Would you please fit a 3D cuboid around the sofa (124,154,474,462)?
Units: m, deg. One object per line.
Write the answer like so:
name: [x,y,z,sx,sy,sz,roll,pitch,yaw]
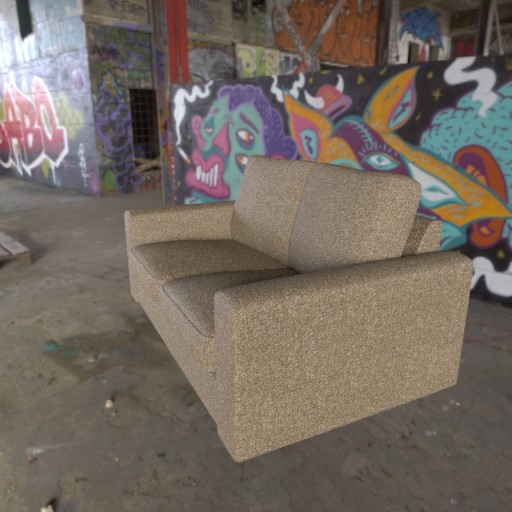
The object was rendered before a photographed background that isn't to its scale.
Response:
sofa: [0.000,0.000,2.146,1.016,0.873,1.616,-8,19,-25]
